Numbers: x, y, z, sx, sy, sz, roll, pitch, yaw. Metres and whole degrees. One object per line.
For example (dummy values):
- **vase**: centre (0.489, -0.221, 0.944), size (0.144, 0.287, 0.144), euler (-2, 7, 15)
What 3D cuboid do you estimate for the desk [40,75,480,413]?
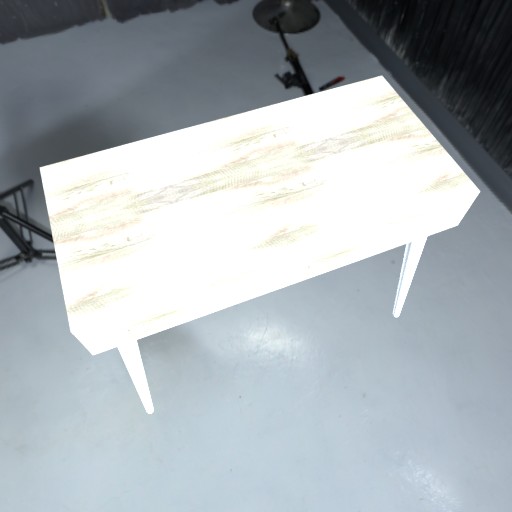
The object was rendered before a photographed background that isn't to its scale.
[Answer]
- **desk**: centre (0.000, 0.000, 1.398), size (0.979, 0.723, 0.491), euler (-19, 60, -11)
